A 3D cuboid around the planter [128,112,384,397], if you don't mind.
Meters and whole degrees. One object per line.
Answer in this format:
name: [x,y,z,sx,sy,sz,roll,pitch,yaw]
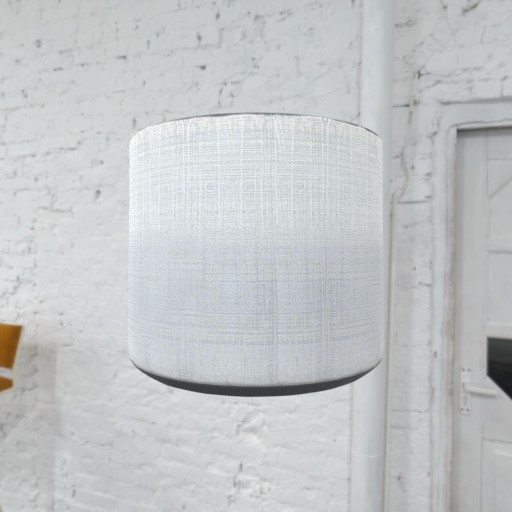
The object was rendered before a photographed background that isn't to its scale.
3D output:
planter: [0.000,0.000,0.456,0.254,0.221,0.254,0,1,0]
